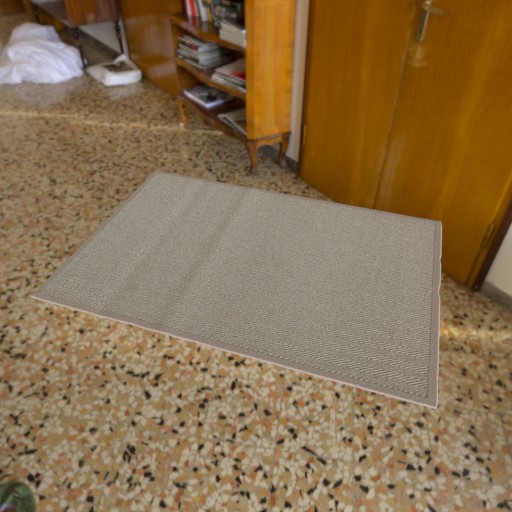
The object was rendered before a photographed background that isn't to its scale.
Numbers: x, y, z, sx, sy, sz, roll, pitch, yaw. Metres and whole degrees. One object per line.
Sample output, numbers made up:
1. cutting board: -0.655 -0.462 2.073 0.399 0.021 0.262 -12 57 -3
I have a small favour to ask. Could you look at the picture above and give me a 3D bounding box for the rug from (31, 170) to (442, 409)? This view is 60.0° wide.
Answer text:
1. rug: 0.000 0.000 2.888 2.290 0.021 1.540 12 42 14
